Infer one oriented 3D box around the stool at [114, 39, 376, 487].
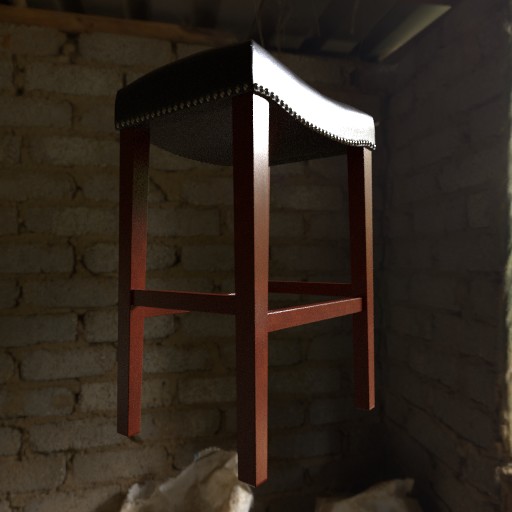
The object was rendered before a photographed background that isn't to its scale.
[{"bbox_3d":[0.000,0.000,1.004,0.372,0.742,0.504,0,0,37],"label":"stool"}]
